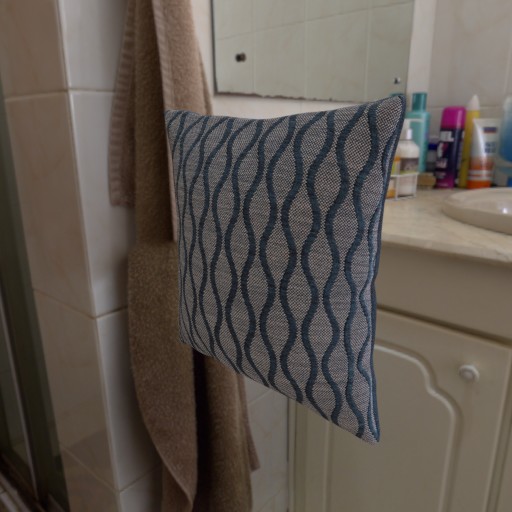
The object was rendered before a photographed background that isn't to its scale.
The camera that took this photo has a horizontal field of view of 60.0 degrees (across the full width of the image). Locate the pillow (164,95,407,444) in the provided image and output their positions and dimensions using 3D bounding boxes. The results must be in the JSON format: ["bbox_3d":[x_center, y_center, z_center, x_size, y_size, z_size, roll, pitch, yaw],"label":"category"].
[{"bbox_3d":[0.000,0.000,0.662,0.435,0.435,0.159,15,22,41],"label":"pillow"}]
